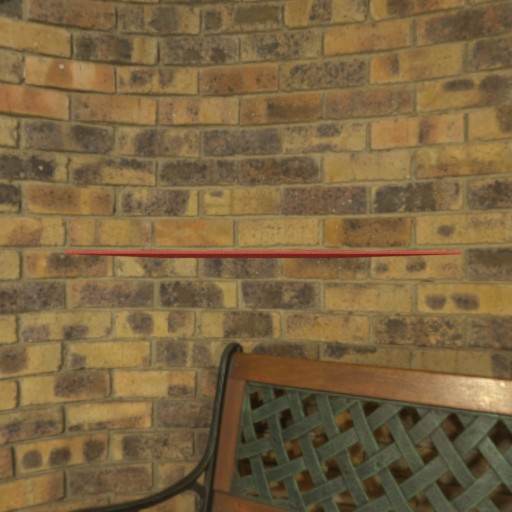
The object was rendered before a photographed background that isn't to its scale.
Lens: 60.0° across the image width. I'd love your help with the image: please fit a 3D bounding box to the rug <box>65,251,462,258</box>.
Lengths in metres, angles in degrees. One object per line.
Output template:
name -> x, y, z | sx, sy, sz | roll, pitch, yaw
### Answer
rug -> 0.000, 0.000, 2.881 | 1.593, 0.013, 2.211 | 0, -1, -2
